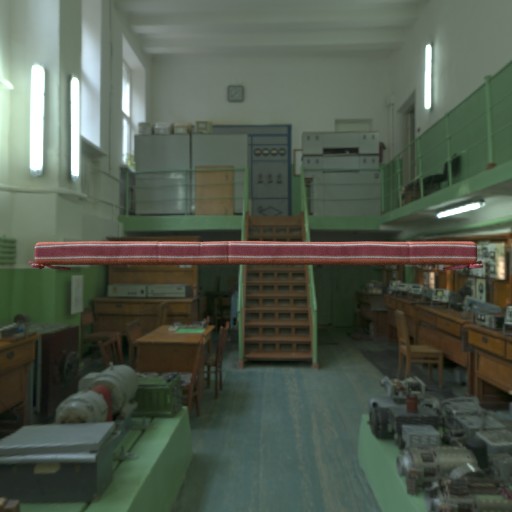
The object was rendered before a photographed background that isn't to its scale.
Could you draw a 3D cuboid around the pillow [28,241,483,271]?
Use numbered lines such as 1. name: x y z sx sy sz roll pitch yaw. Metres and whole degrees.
1. pillow: 0.000 0.000 1.339 1.187 0.081 0.492 0 -1 0
